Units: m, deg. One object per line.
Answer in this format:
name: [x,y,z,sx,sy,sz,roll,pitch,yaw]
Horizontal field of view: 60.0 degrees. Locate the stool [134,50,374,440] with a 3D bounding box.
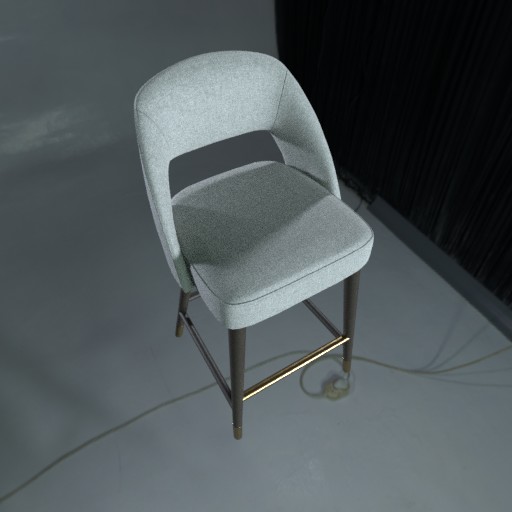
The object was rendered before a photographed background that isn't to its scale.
stool: [0.000,0.000,1.240,0.494,0.940,0.509,-24,51,-21]
